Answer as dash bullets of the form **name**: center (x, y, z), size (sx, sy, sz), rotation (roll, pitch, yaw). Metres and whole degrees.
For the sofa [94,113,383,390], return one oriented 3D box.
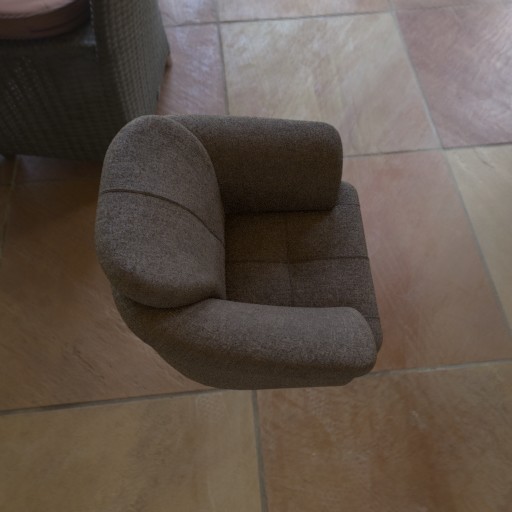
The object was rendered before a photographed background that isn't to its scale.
- **sofa**: center (0.000, 0.000, 1.466), size (0.794, 0.811, 0.870), rotation (-2, 64, -1)
